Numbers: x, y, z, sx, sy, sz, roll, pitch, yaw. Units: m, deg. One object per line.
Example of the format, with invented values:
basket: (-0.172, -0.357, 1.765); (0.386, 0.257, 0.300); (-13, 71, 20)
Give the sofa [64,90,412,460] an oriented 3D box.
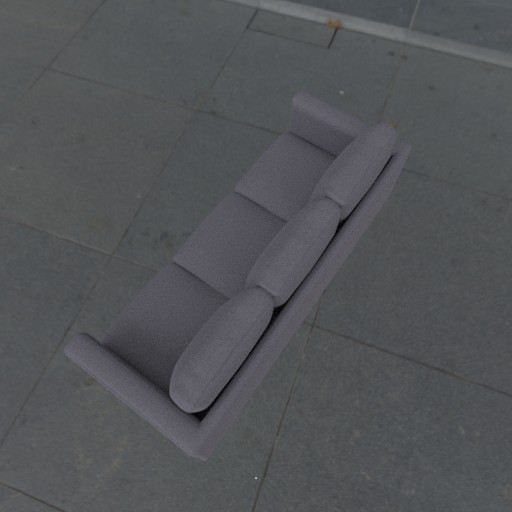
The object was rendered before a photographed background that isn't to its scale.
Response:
sofa: (0.000, 0.000, 2.513); (0.802, 0.912, 2.029); (32, 68, 15)
